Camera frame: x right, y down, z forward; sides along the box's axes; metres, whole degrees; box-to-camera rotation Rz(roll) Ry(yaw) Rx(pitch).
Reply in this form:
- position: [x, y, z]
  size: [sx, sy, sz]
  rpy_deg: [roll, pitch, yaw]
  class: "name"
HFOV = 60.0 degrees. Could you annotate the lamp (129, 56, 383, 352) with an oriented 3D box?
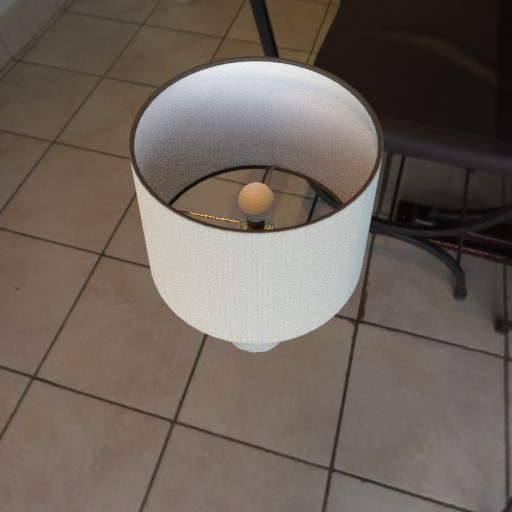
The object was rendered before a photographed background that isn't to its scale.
- position: [0.000, 0.000, 0.820]
  size: [0.376, 0.594, 0.376]
  rpy_deg: [0, 57, 0]
  class: "lamp"
